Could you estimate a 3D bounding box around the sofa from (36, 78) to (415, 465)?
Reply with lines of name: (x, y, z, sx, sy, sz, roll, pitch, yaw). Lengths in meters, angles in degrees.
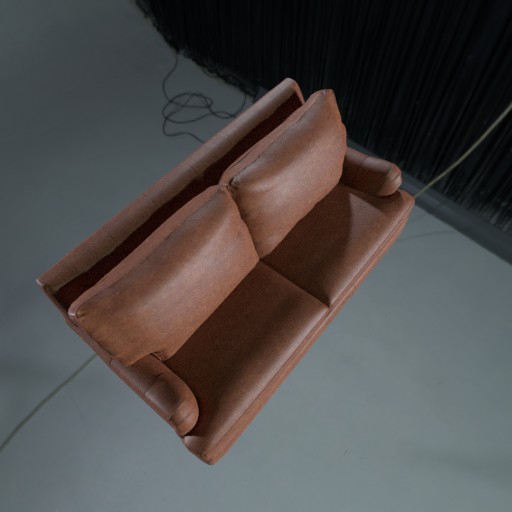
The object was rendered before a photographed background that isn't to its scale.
sofa: (0.000, 0.000, 2.762, 1.147, 1.071, 2.144, 35, 64, 20)
